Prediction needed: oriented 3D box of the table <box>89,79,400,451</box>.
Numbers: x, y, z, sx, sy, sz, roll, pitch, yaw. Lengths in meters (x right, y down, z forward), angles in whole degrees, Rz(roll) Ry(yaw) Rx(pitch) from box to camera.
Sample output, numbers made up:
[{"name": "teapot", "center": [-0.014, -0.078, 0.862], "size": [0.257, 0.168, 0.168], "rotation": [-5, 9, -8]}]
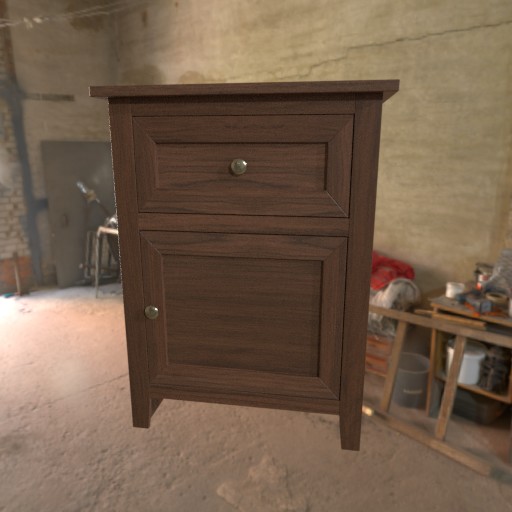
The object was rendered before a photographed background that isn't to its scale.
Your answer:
[{"name": "table", "center": [0.000, 0.000, 0.932], "size": [0.480, 0.636, 0.381], "rotation": [2, 14, 9]}]
